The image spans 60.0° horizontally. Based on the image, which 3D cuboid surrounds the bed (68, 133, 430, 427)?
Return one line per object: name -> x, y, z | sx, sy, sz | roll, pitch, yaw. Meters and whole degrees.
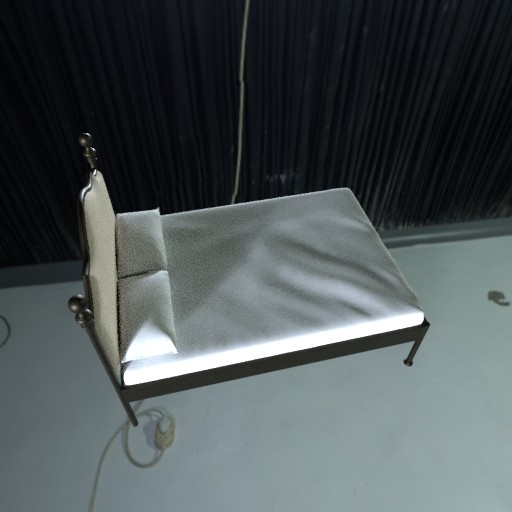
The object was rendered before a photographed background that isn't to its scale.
bed -> 0.000, 0.000, 3.246 | 2.170, 1.462, 1.533 | -10, 48, -9
